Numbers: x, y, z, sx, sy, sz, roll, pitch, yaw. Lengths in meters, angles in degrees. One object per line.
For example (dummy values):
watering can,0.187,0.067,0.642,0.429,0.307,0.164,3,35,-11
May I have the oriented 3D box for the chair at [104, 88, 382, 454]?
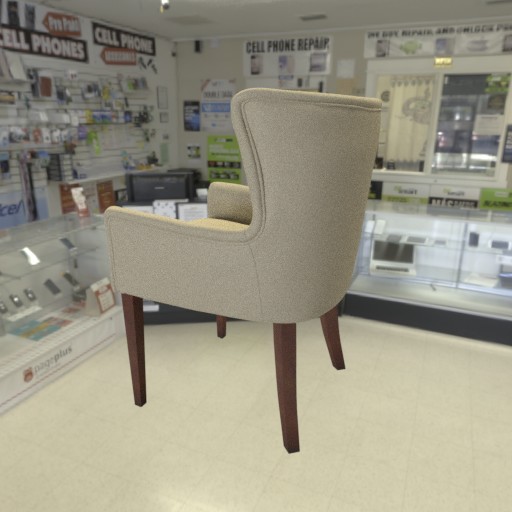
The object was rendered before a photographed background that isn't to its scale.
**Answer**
chair,0.000,0.000,1.394,0.686,0.952,0.660,8,19,25
